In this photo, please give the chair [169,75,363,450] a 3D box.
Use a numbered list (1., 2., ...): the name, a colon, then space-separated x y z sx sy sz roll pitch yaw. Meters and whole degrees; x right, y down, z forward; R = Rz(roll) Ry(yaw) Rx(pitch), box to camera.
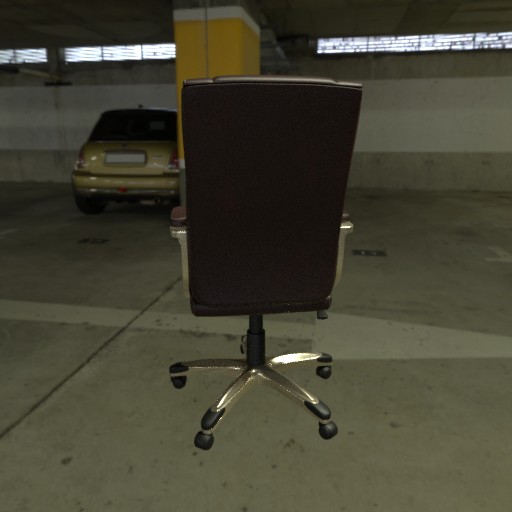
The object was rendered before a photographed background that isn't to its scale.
1. chair: 0.000 0.000 1.562 0.662 1.107 0.739 -2 15 -7
